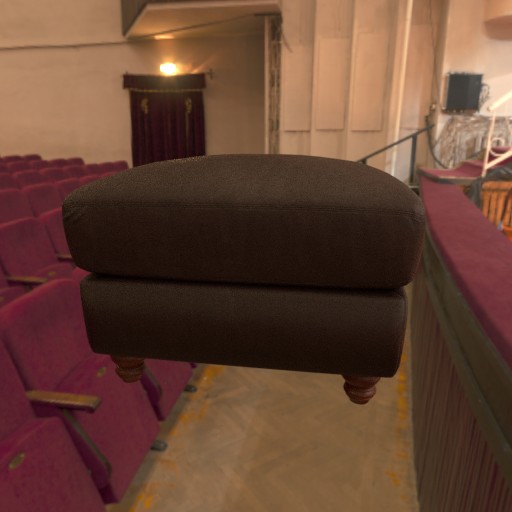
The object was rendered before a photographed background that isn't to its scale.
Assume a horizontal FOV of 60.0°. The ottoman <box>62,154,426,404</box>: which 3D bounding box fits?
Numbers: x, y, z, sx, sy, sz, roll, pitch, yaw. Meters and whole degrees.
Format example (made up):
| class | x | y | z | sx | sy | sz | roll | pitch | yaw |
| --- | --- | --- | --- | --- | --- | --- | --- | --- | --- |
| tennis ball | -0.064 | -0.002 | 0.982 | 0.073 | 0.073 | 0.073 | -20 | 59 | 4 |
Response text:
| class | x | y | z | sx | sy | sz | roll | pitch | yaw |
| --- | --- | --- | --- | --- | --- | --- | --- | --- | --- |
| ottoman | 0.000 | 0.000 | 1.276 | 0.806 | 0.569 | 0.670 | 2 | 15 | 9 |
